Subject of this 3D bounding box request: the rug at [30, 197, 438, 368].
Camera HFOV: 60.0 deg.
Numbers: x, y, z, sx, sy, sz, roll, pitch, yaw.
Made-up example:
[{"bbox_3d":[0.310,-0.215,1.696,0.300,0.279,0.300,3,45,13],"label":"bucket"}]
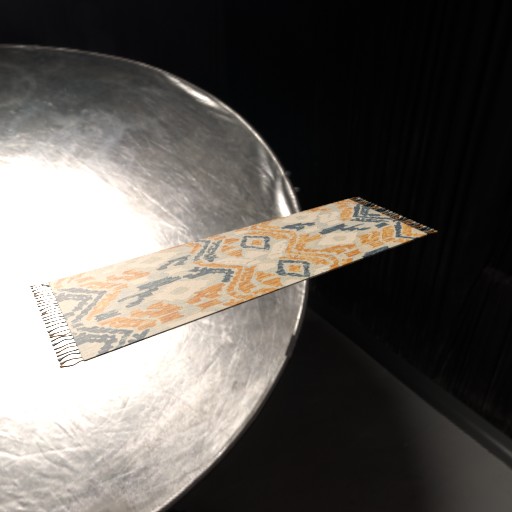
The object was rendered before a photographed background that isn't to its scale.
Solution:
[{"bbox_3d":[0.000,0.000,2.702,2.437,0.010,0.783,-17,33,-29],"label":"rug"}]
